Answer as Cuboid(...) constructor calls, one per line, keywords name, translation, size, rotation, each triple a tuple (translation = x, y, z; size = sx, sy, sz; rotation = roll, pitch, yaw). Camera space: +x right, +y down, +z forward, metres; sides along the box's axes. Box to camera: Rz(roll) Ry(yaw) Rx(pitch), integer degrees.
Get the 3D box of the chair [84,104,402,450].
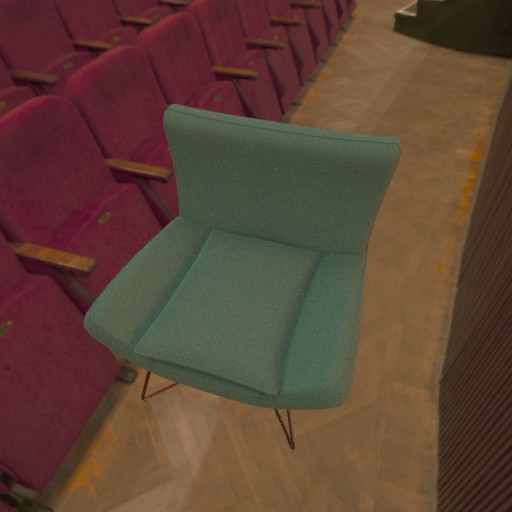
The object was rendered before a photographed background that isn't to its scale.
Cuboid(name="chair", translation=(0.000, 0.000, 1.644), size=(0.859, 0.855, 1.008), rotation=(13, 44, 14))
